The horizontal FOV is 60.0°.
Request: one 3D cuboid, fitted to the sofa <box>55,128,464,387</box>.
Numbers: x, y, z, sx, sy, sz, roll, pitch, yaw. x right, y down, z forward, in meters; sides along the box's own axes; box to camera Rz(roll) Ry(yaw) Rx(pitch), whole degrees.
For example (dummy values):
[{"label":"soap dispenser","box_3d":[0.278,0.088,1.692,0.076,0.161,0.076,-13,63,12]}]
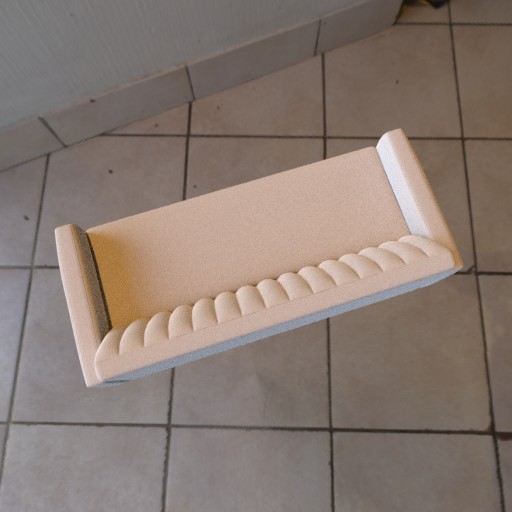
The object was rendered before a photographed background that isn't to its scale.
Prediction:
[{"label":"sofa","box_3d":[0.000,0.000,2.821,2.291,0.821,0.990,-17,76,-4]}]
